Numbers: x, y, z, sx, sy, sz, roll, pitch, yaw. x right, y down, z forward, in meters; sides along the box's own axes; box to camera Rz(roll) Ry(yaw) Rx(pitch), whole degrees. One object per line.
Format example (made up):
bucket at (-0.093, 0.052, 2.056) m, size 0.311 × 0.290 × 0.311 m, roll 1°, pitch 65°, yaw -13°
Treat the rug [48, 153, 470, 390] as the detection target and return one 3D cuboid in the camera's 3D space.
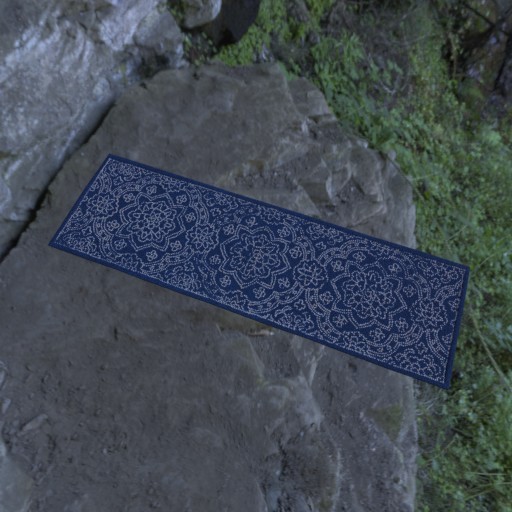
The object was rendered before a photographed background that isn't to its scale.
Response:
rug at (0.000, 0.000, 2.678) m, size 2.448 × 0.012 × 0.769 m, roll 19°, pitch 65°, yaw 9°
